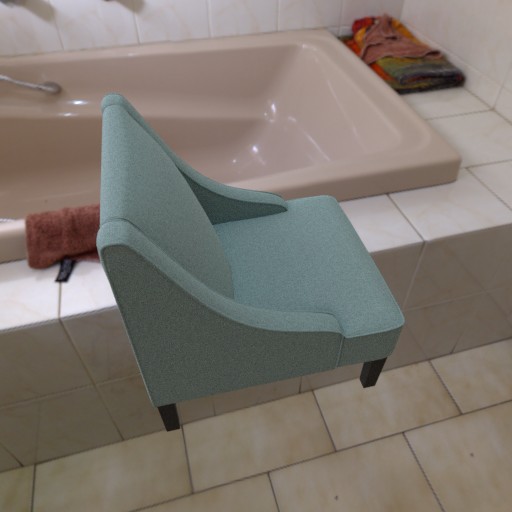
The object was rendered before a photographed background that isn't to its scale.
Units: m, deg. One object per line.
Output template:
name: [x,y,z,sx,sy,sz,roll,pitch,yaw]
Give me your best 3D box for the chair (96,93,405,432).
chair: [0.000,0.000,1.858,1.025,1.133,0.857,-9,46,-9]
